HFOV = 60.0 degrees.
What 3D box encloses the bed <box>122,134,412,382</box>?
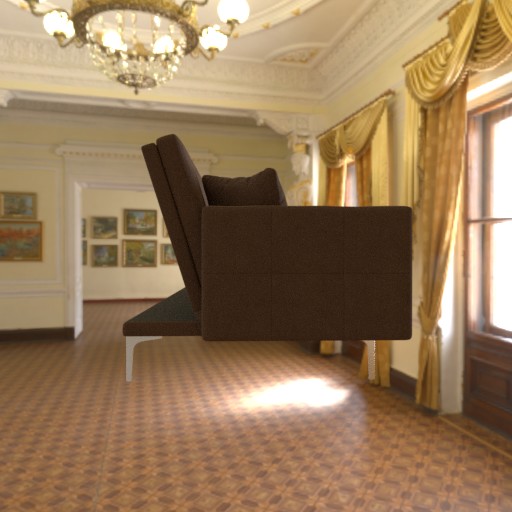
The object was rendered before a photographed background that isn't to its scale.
[{"bbox_3d":[0.000,0.000,2.251,0.889,0.787,1.905,0,0,-2],"label":"bed"}]
